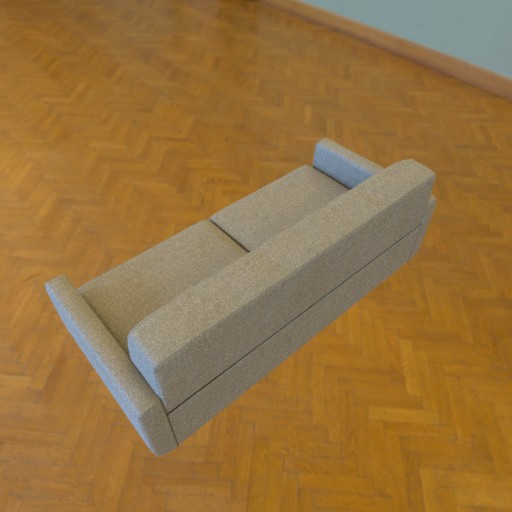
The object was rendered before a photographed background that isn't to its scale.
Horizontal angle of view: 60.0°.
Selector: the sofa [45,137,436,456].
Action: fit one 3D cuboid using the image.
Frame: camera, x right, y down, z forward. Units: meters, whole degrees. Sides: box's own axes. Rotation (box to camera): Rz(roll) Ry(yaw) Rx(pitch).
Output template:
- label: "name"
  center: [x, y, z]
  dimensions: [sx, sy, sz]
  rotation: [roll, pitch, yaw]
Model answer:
- label: "sofa"
  center: [0.000, 0.000, 2.549]
  dimensions: [2.055, 0.873, 0.968]
  rotation: [-32, 54, -27]
